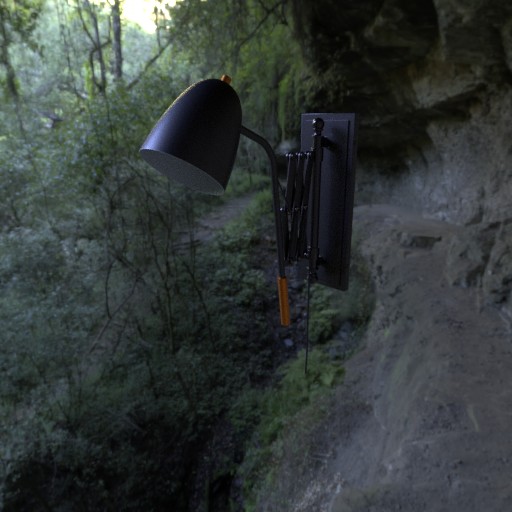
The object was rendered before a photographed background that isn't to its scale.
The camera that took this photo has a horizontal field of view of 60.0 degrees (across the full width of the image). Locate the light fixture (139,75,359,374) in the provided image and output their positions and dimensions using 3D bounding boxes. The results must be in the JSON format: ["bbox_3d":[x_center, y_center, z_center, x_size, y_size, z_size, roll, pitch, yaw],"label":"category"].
[{"bbox_3d":[0.000,0.000,0.955,0.499,0.715,0.162,-16,23,-42],"label":"light fixture"}]
